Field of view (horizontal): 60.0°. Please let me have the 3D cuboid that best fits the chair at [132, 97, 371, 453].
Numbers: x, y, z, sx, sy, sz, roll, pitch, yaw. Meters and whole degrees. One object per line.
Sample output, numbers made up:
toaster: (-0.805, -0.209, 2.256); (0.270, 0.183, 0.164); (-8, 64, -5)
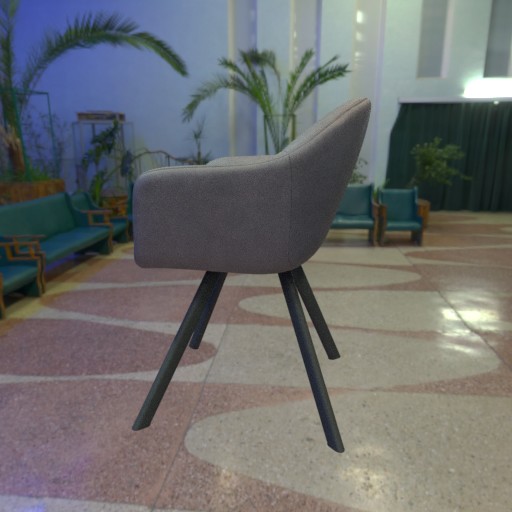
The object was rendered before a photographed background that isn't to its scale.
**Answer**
chair: (0.000, 0.000, 1.173); (0.544, 0.781, 0.567); (2, 15, 9)
